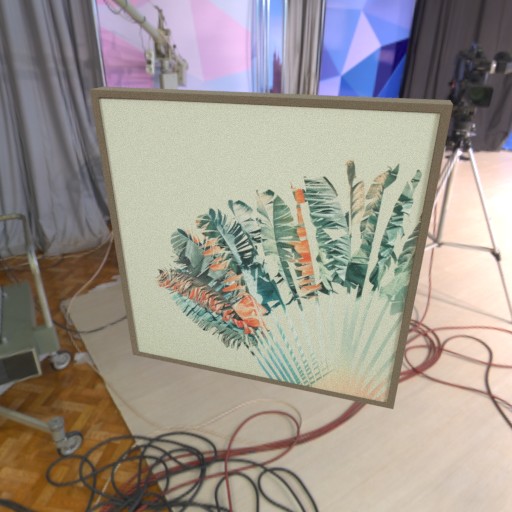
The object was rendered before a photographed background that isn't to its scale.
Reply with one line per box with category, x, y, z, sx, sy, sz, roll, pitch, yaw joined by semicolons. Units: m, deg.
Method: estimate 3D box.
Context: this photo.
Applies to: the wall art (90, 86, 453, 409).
wall art;0.000;0.000;0.733;0.508;0.506;0.038;8;28;15
